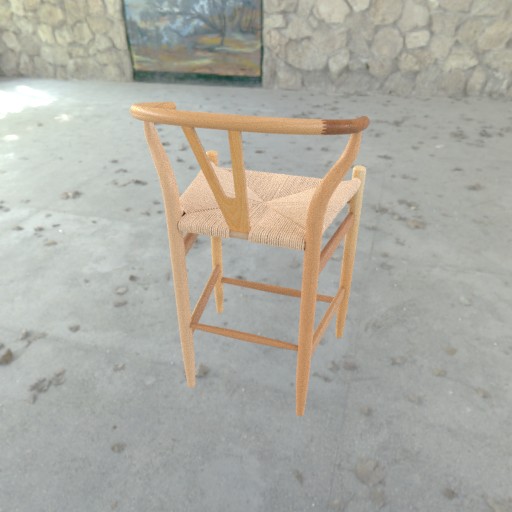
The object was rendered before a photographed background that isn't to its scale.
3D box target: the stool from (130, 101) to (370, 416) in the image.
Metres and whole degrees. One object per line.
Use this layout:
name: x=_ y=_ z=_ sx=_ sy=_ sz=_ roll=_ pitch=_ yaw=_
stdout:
stool: x=0.000 y=0.000 z=1.275 sx=0.536 sy=0.923 sz=0.575 roll=9 pitch=32 yaw=15
